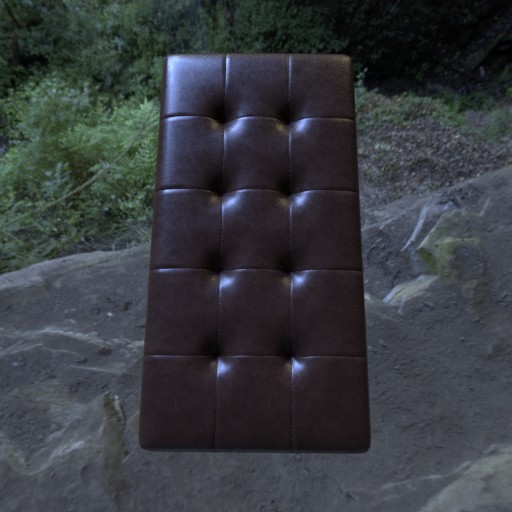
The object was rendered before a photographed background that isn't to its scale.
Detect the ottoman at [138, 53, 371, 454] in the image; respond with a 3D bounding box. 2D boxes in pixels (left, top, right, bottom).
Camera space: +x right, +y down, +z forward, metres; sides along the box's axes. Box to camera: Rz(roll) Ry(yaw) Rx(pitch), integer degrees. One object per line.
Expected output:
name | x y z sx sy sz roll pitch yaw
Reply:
ottoman | 0.000 0.000 1.096 0.432 0.470 0.838 1 76 0
